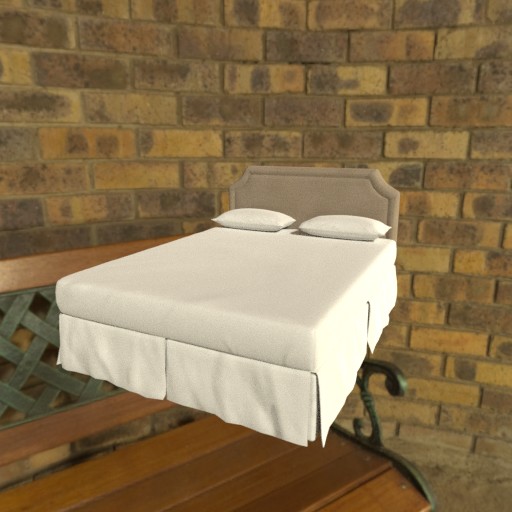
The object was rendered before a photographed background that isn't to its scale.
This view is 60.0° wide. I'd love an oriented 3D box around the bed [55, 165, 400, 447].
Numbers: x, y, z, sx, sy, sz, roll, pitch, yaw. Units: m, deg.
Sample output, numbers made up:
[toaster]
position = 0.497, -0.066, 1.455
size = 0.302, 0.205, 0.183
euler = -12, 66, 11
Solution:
[bed]
position = 0.000, 0.000, 3.596
size = 1.977, 1.293, 2.498
euler = 7, 16, 25
